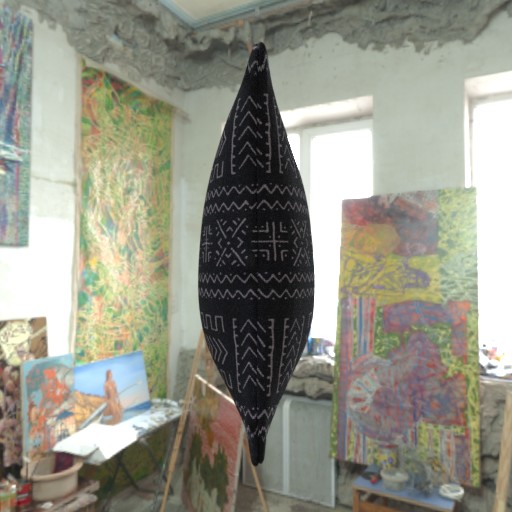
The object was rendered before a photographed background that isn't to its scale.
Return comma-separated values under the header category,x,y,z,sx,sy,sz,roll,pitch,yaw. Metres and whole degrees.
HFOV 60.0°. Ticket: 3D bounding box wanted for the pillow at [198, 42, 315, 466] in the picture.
category,x,y,z,sx,sy,sz,roll,pitch,yaw
pillow,0.000,0.000,0.661,0.164,0.430,0.438,0,-1,-1
